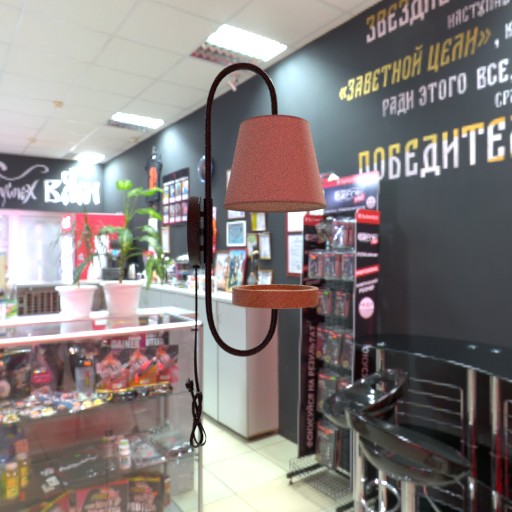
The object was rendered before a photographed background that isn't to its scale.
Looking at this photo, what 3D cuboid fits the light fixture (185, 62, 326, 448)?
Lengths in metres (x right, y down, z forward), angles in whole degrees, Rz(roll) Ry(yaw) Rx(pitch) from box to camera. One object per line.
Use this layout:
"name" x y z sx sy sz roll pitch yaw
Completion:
"light fixture" 0.000 0.000 0.946 0.299 0.821 0.220 0 0 -2
